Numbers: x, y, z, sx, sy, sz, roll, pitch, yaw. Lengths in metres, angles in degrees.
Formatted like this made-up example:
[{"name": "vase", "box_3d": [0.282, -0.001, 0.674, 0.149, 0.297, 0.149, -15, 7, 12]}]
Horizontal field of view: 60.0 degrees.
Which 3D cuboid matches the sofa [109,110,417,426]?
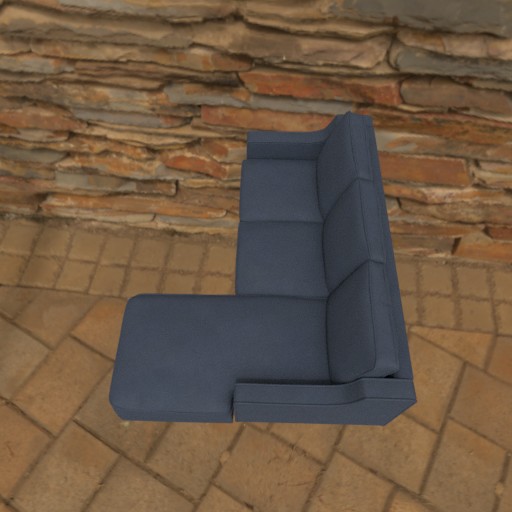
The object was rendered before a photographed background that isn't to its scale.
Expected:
[{"name": "sofa", "box_3d": [0.000, 0.000, 3.336, 1.858, 1.066, 2.317, 1, 59, 1]}]
